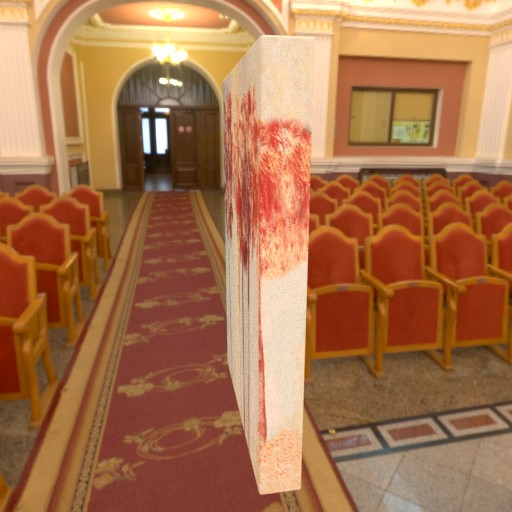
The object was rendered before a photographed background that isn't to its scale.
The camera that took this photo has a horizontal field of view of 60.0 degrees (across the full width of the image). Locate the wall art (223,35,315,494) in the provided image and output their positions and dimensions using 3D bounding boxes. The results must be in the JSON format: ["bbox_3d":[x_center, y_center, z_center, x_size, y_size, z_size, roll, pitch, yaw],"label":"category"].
[{"bbox_3d":[0.000,0.000,0.473,0.039,0.380,0.251,-3,15,-10],"label":"wall art"}]
